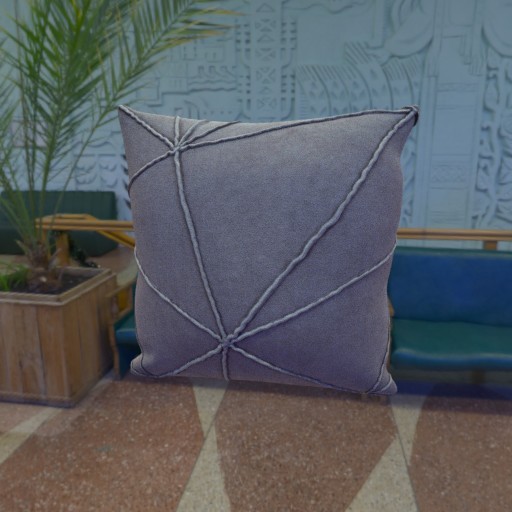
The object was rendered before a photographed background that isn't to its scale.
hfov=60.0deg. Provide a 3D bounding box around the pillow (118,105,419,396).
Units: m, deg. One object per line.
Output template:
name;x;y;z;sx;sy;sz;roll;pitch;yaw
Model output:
pillow;0.000;0.000;0.667;0.439;0.440;0.185;2;13;10
